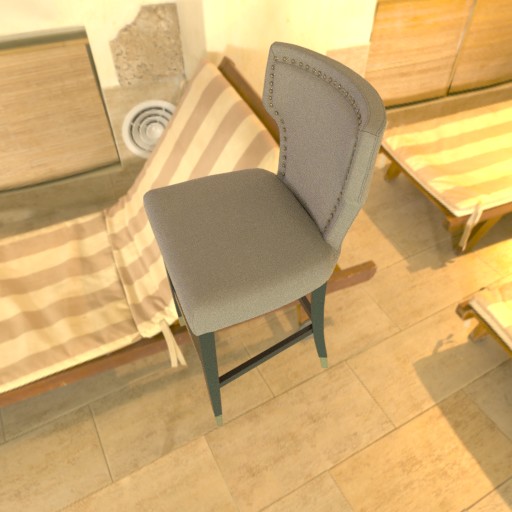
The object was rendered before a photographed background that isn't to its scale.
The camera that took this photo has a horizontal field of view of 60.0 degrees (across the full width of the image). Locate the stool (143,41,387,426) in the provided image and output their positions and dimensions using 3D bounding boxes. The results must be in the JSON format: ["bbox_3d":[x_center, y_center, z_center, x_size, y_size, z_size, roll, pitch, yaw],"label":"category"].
[{"bbox_3d":[0.000,0.000,1.400,0.563,1.092,0.526,-17,49,-15],"label":"stool"}]
